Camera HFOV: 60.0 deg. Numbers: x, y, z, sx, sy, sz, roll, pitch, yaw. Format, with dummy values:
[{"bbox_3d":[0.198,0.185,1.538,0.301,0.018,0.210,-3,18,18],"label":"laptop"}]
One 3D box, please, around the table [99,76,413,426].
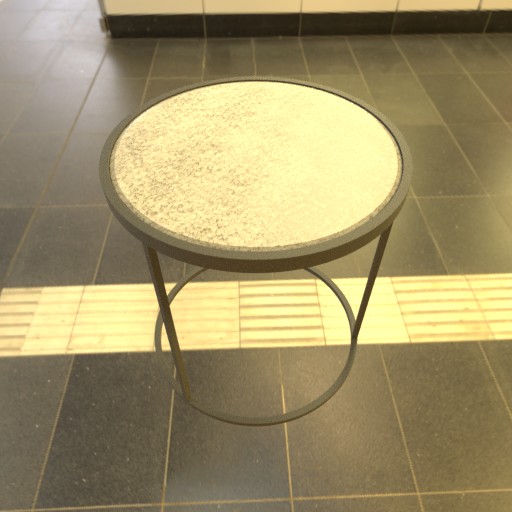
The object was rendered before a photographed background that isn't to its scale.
[{"bbox_3d":[0.000,0.000,0.864,0.470,0.498,0.470,0,47,0],"label":"table"}]
